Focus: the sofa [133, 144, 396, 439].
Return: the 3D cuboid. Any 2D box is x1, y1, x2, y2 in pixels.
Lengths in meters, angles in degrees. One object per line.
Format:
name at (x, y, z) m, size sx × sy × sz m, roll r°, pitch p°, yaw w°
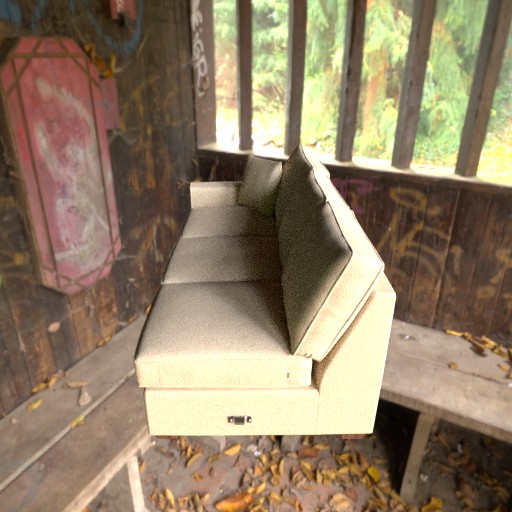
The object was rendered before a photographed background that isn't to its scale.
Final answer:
sofa at (0.000, 0.000, 2.628) m, size 1.034 × 0.946 × 1.962 m, roll 0°, pitch 26°, yaw -1°
